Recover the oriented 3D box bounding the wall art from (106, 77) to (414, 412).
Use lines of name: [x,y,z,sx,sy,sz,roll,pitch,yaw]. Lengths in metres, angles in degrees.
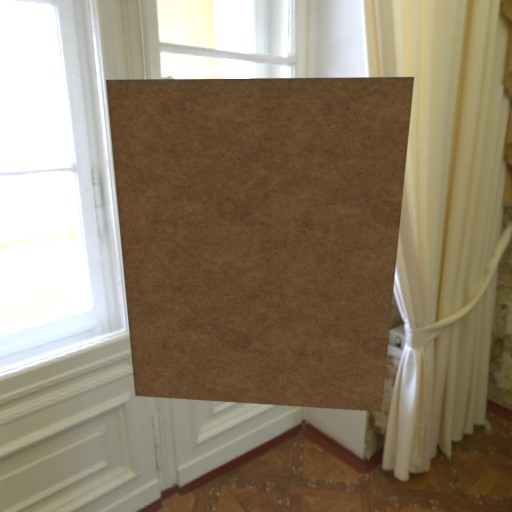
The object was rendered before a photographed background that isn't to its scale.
wall art: [0.000,0.000,0.746,0.453,0.554,0.037,2,17,6]
